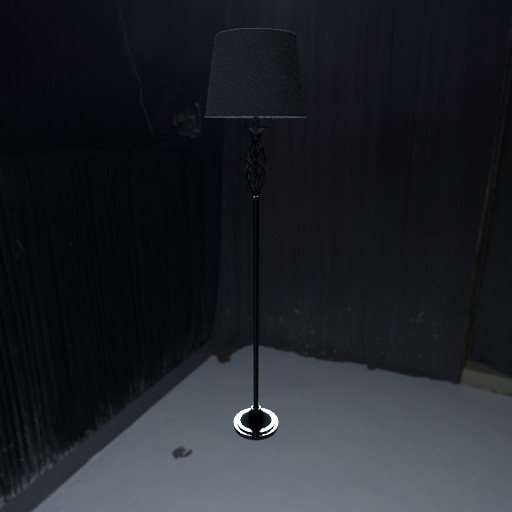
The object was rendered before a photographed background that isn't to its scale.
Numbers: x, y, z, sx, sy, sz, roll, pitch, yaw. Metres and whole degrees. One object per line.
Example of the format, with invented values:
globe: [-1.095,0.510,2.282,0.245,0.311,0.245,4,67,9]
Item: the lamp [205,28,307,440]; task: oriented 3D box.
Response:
lamp: [0.000,0.000,1.804,0.379,1.623,0.379,0,17,0]
